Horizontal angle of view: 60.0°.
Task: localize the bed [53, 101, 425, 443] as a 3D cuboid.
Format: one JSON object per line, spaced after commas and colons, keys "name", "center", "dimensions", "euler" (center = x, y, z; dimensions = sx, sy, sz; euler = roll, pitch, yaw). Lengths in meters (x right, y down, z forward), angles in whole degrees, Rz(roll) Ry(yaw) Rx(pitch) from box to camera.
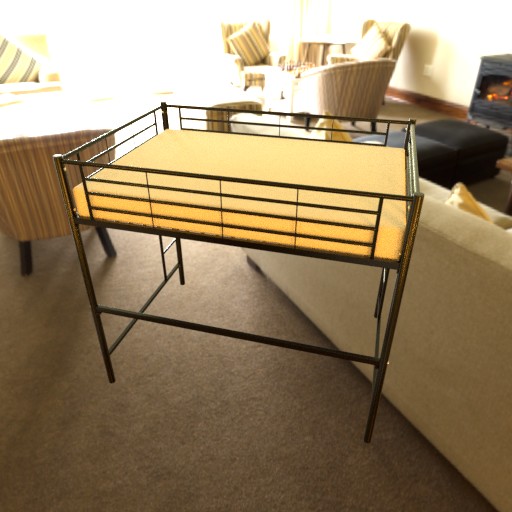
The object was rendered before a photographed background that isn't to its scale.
{"name": "bed", "center": [0.000, 0.000, 3.288], "dimensions": [1.994, 1.803, 1.397], "euler": [8, 33, 13]}
